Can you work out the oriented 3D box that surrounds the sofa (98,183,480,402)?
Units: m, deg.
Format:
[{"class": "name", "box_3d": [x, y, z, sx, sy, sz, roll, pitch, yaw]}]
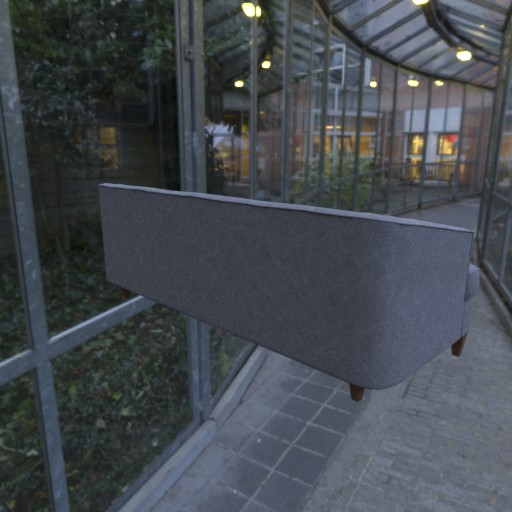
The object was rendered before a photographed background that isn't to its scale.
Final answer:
[{"class": "sofa", "box_3d": [0.000, 0.000, 2.630, 2.247, 0.806, 0.917, 13, 19, 42]}]
